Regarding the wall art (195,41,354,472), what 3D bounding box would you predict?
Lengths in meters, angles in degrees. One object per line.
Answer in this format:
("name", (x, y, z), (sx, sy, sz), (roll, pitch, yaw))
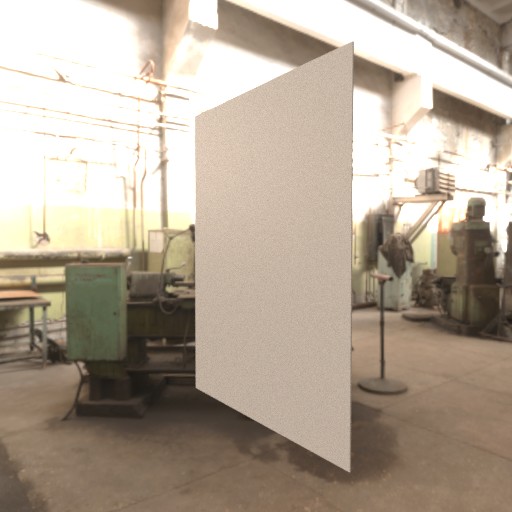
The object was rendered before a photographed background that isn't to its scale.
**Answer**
("wall art", (0.000, 0.000, 0.811), (0.003, 0.610, 0.457), (-1, 2, -36))
